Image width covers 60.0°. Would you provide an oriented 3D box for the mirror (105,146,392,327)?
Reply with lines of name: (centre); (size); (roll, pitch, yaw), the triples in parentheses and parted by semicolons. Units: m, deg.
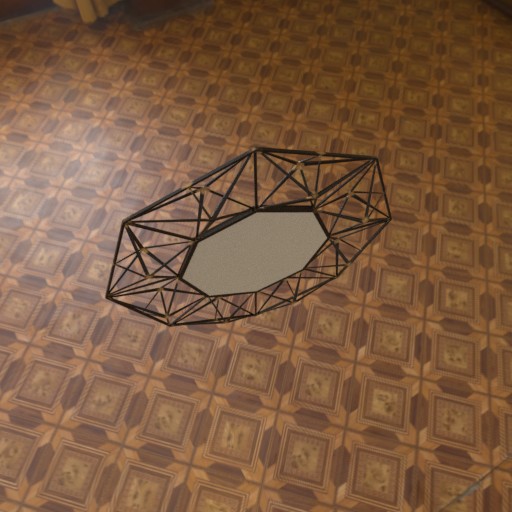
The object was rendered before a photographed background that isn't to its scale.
mirror: (0.000, 0.000, 1.050); (0.710, 0.710, 0.094); (-15, 61, -9)
